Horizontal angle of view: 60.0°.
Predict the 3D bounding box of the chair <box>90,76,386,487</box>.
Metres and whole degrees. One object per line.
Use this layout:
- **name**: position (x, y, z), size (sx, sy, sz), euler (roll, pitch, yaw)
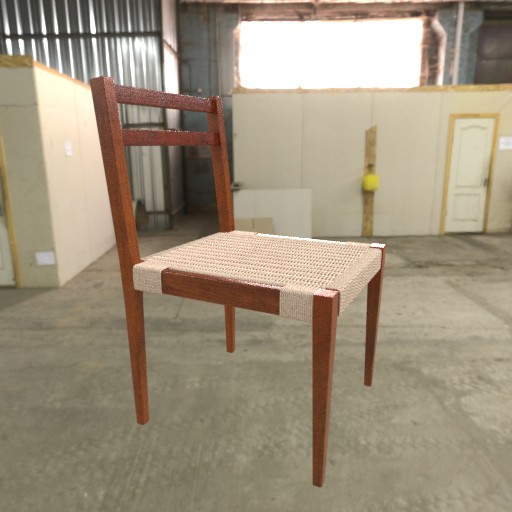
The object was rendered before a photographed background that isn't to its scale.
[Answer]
- **chair**: position (0.000, 0.000, 1.158), size (0.569, 0.851, 0.495), euler (7, 16, 26)
